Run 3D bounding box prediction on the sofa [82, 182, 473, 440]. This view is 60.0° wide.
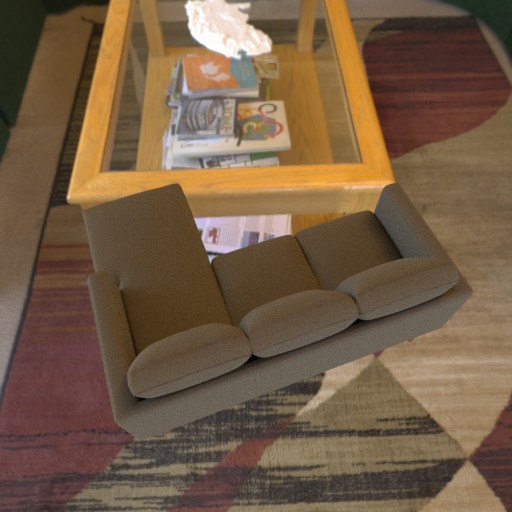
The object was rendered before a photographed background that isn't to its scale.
[{"bbox_3d":[0.000,0.000,2.889,2.031,0.897,1.591,-17,60,-10],"label":"sofa"}]
